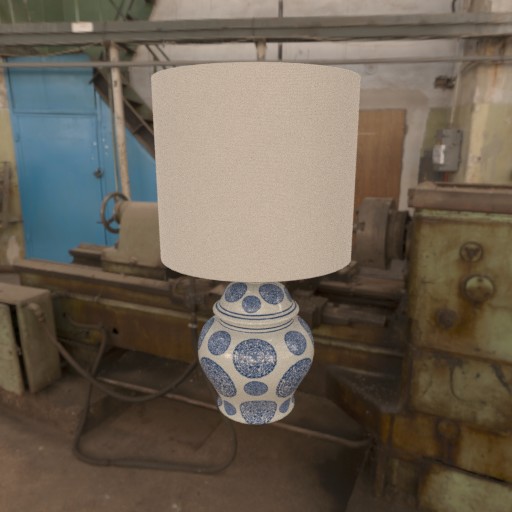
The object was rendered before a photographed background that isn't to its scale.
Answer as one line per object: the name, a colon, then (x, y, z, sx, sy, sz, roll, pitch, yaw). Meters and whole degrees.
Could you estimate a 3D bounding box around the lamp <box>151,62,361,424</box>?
lamp: (0.000, 0.000, 0.512, 0.215, 0.381, 0.215, 2, 14, 7)
